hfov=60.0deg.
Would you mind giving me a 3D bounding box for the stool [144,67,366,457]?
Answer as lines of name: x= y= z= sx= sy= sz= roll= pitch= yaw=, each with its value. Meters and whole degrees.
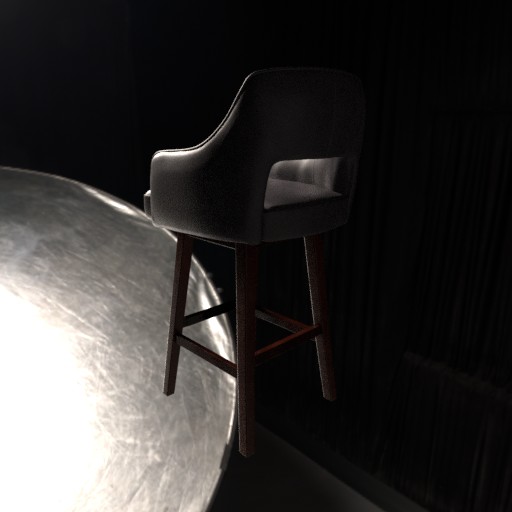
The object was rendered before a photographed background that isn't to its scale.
stool: x=0.000 y=0.000 z=1.388 sx=0.550 sy=1.041 sz=0.560 roll=-15 pitch=22 yaw=-42
